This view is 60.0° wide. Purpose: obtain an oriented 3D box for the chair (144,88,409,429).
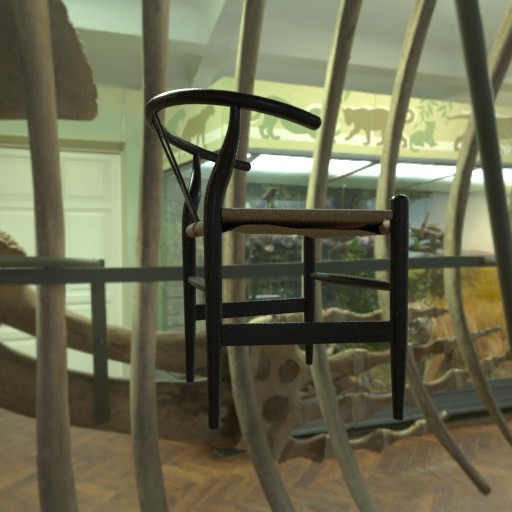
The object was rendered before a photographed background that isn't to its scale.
[{"bbox_3d":[0.000,0.000,1.172,0.570,0.739,0.570,0,1,-17],"label":"chair"}]
